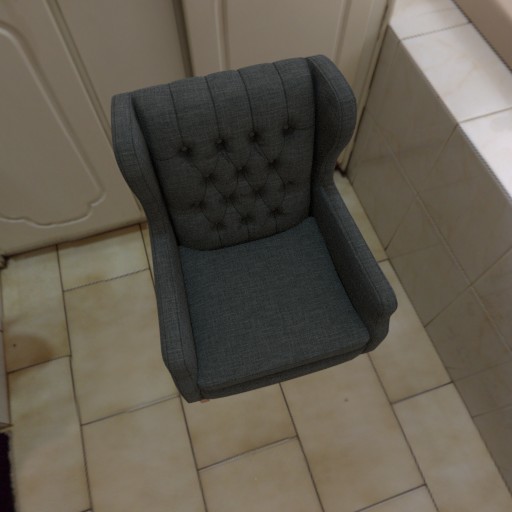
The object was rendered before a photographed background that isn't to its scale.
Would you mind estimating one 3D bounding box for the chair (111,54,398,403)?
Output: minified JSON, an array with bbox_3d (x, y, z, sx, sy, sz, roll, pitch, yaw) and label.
[{"bbox_3d":[0.000,0.000,1.496,0.711,0.953,0.775,-14,64,-7],"label":"chair"}]
